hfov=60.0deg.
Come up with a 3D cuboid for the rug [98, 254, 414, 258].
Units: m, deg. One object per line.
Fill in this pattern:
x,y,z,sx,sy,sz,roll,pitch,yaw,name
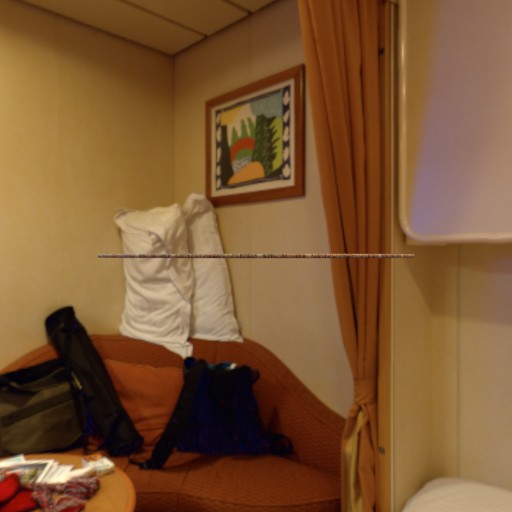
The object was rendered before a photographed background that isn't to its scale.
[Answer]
0.000,0.000,2.250,1.514,0.015,1.514,0,0,0,rug
